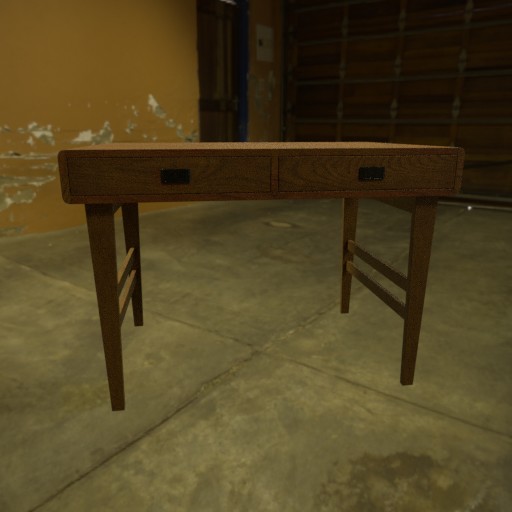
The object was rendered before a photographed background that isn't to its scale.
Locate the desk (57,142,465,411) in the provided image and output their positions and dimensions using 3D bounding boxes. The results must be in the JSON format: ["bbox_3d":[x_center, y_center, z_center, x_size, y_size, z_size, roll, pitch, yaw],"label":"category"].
[{"bbox_3d":[0.000,0.000,1.551,1.066,0.754,0.660,-2,16,-8],"label":"desk"}]
